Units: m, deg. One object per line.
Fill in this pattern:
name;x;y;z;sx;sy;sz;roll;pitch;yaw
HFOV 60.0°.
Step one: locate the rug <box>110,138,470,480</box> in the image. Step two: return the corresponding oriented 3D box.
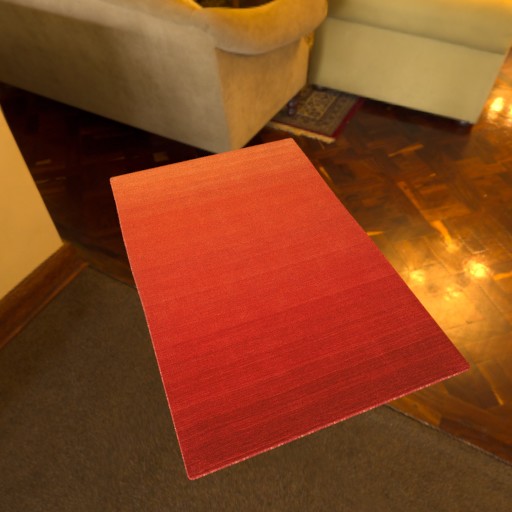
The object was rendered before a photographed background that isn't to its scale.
rug;0.000;0.000;2.281;1.230;0.018;1.835;-16;50;-14
